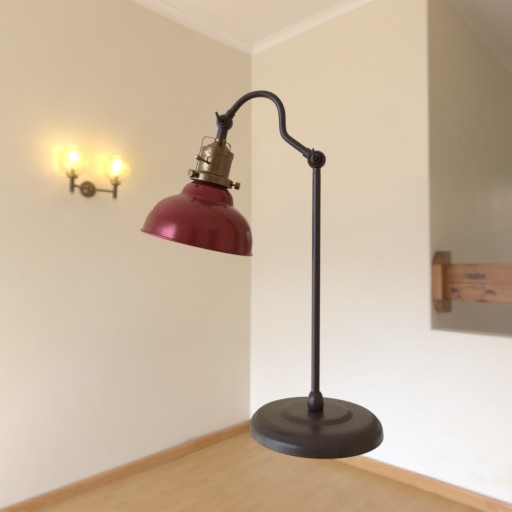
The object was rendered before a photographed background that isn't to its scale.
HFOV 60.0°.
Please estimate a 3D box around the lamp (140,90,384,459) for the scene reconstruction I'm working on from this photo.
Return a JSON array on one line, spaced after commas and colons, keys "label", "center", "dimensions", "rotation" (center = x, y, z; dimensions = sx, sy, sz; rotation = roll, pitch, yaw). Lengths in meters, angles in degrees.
[{"label": "lamp", "center": [0.000, 0.000, 0.678], "dimensions": [0.374, 0.508, 0.192], "rotation": [0, -1, 19]}]
